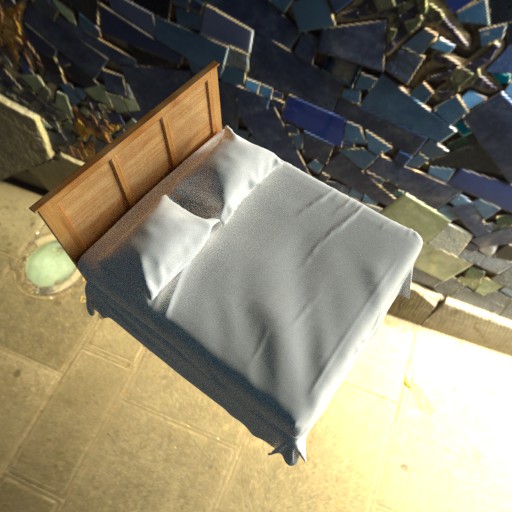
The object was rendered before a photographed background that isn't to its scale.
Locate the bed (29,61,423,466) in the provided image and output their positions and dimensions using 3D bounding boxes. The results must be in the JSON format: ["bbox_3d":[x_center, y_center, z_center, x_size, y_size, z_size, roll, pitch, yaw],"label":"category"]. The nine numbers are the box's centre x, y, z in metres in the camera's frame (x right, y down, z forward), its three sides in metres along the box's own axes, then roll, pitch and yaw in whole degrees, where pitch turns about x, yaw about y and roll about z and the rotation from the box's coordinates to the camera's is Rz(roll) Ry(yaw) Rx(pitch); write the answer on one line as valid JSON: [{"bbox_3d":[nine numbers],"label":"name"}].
[{"bbox_3d":[0.000,0.000,3.091,2.035,1.273,1.870,33,64,18],"label":"bed"}]
